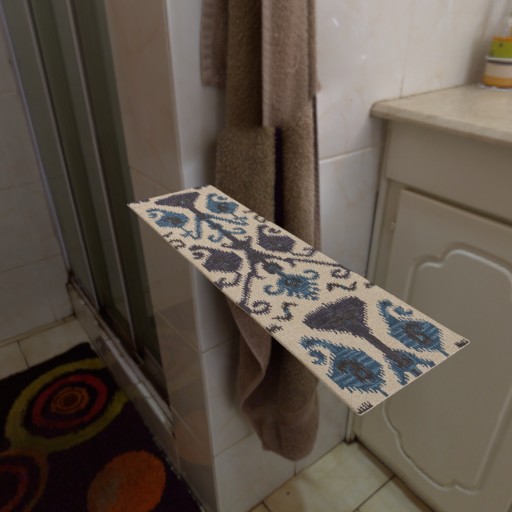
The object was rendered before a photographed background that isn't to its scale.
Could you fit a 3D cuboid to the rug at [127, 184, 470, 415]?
[{"bbox_3d":[0.000,0.000,2.584,0.692,0.017,2.301,-19,36,-30],"label":"rug"}]
